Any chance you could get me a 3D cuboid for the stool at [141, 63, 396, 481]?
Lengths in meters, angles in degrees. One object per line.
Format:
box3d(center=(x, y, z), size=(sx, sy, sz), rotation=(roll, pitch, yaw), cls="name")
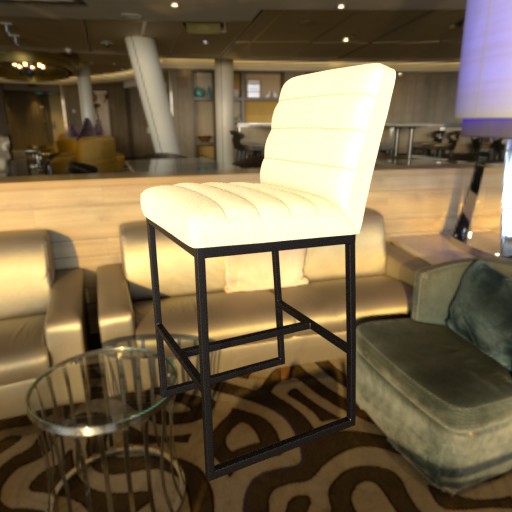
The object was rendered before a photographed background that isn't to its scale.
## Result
box3d(center=(0.000, 0.000, 1.304), size=(0.560, 1.040, 0.460), rotation=(-8, 18, -27), cls="stool")
